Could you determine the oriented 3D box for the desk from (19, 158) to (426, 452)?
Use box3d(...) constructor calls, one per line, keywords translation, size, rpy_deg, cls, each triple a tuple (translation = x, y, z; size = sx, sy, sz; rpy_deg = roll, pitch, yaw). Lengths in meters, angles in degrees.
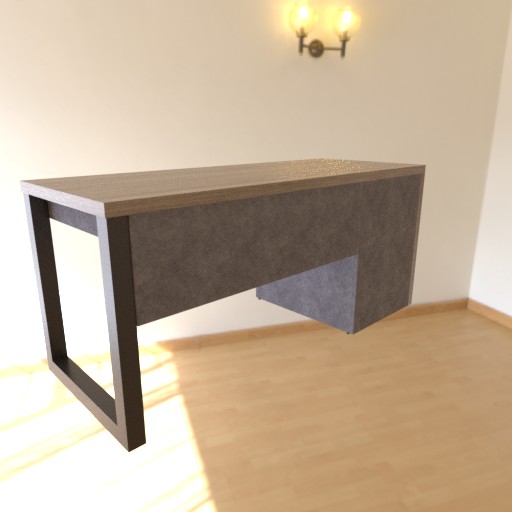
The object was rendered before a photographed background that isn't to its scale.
box3d(translation=(0.000, 0.000, 2.012), size=(1.700, 0.760, 0.690), rpy_deg=(-15, 22, -41), cls="desk")
